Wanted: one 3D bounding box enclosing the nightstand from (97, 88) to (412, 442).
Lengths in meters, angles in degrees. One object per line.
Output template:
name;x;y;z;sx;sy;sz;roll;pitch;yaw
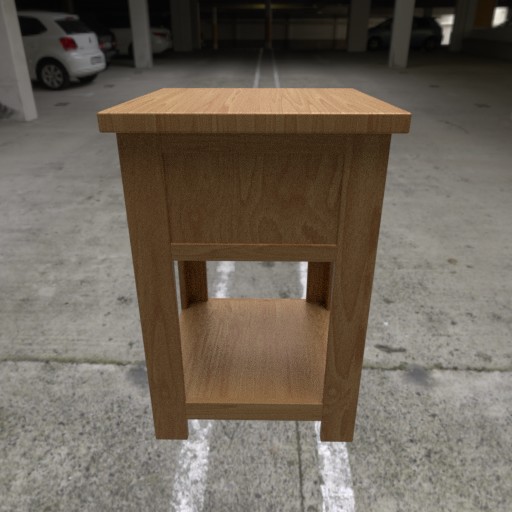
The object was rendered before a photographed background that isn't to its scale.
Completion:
nightstand;0.000;0.000;0.907;0.418;0.614;0.428;0;25;1
